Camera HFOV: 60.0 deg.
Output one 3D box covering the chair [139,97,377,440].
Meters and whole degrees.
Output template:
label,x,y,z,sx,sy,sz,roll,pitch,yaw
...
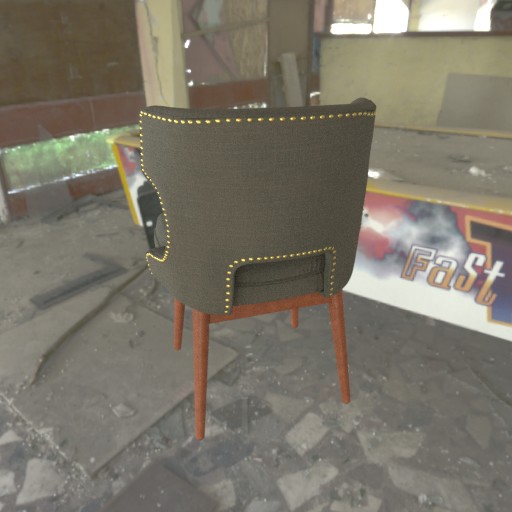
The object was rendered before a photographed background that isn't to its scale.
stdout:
label,x,y,z,sx,sy,sz,roll,pitch,yaw
chair,0.000,0.000,1.249,0.595,0.863,0.581,-8,27,-16
